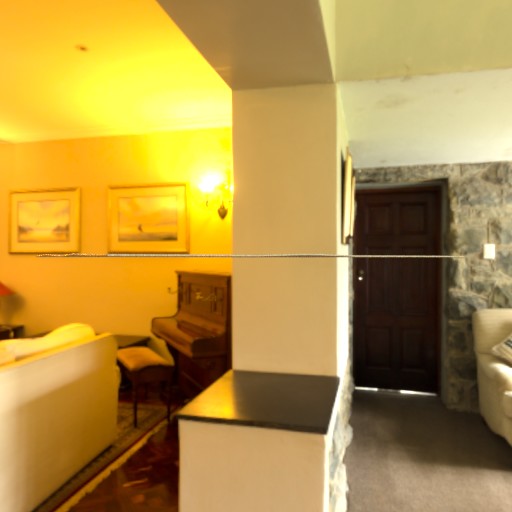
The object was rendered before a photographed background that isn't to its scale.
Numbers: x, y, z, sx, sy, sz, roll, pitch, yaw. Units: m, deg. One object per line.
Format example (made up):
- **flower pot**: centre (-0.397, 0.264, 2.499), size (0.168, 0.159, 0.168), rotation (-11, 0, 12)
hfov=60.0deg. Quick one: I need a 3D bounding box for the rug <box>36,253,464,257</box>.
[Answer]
- **rug**: centre (0.000, 0.000, 2.975), size (2.439, 0.015, 1.524), rotation (0, 0, -35)
